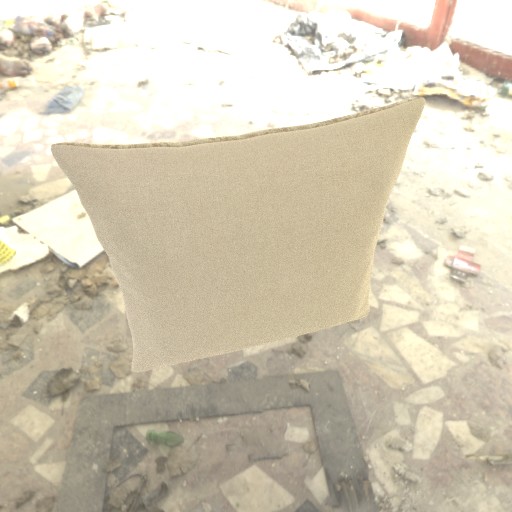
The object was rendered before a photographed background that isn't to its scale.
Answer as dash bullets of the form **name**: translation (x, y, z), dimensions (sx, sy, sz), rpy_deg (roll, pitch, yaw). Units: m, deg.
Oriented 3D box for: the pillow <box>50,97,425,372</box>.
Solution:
- **pillow**: translation (0.000, 0.000, 0.767), dimensions (0.523, 0.510, 0.166), rpy_deg (-11, 44, -12)
